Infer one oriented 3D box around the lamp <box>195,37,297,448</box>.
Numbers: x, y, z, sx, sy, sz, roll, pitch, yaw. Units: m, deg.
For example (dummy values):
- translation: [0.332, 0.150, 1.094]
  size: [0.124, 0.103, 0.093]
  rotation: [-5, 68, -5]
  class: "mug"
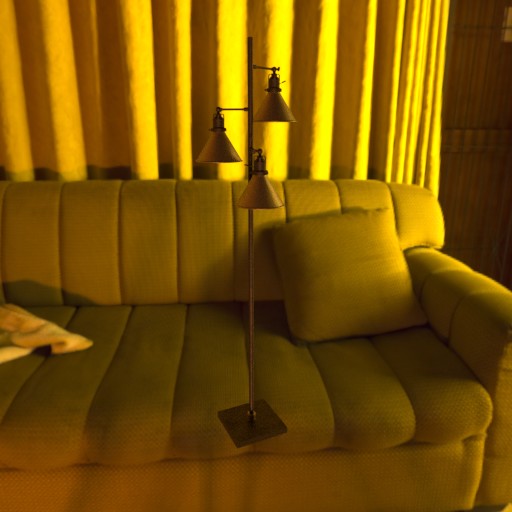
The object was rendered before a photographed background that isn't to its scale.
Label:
- translation: [0.000, 0.000, 1.901]
  size: [0.428, 1.716, 0.415]
  rotation: [-8, 18, -25]
  class: "lamp"
